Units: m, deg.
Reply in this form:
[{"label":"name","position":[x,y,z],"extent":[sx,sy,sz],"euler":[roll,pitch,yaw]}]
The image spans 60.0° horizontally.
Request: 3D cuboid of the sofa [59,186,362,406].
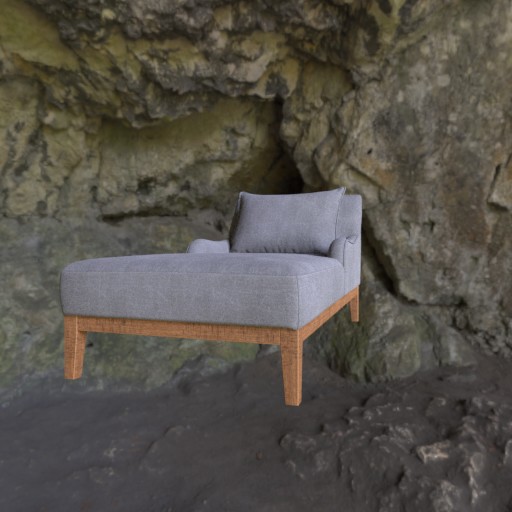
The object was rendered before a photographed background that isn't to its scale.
[{"label":"sofa","position":[0.000,0.000,2.253],"extent":[0.894,0.859,1.779],"euler":[0,1,19]}]
